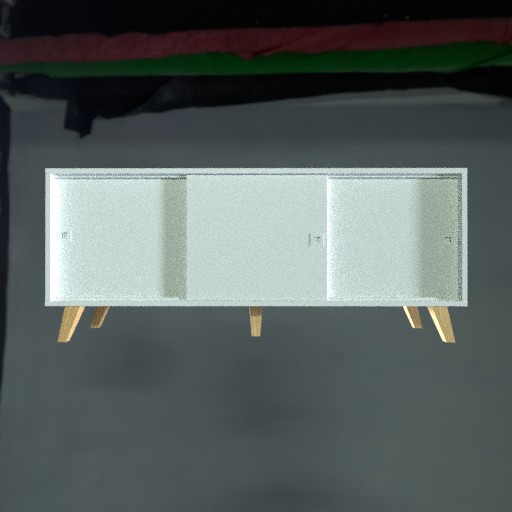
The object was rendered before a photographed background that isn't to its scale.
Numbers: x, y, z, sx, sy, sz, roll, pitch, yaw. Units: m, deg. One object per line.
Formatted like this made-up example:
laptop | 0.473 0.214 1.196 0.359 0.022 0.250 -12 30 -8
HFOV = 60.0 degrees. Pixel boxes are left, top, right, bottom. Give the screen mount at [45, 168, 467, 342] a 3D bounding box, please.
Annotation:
screen mount | 0.000 0.000 1.764 1.490 0.619 0.400 0 0 0
